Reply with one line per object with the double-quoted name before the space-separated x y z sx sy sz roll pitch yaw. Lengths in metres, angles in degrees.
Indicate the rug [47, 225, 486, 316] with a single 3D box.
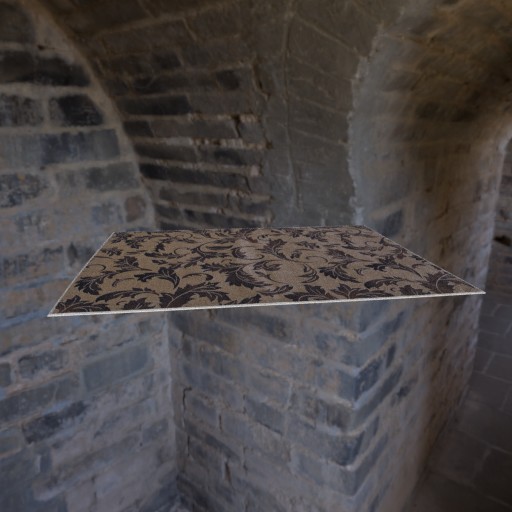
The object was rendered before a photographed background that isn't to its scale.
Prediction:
"rug" 0.000 0.000 4.076 2.977 0.008 2.380 -2 16 -8
